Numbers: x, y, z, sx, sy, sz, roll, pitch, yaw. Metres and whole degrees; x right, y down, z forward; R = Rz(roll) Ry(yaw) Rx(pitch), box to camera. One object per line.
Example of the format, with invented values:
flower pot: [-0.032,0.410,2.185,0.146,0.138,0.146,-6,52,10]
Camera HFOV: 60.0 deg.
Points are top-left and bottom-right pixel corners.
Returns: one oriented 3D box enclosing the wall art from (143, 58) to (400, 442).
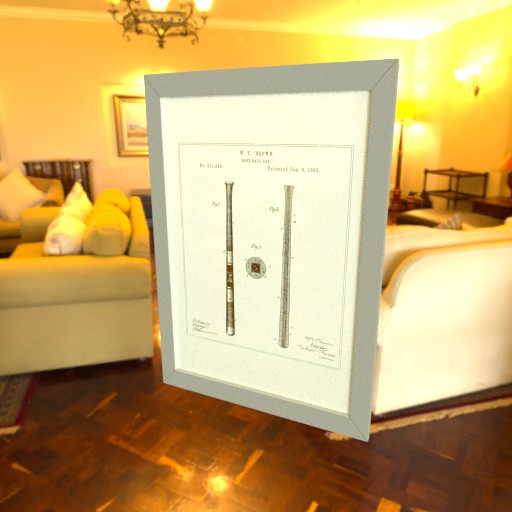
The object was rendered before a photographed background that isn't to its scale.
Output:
wall art: [0.000,0.000,0.671,0.374,0.529,0.012,7,17,24]
